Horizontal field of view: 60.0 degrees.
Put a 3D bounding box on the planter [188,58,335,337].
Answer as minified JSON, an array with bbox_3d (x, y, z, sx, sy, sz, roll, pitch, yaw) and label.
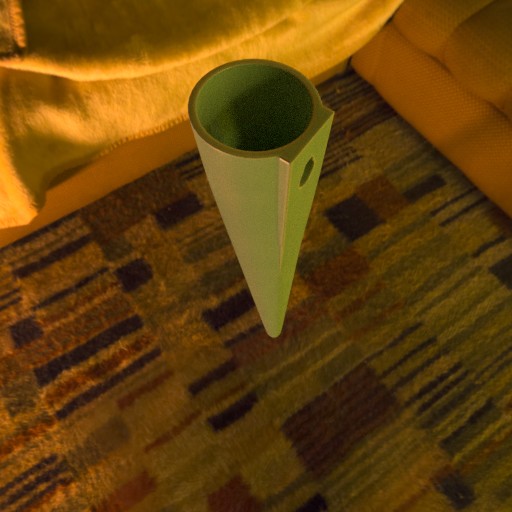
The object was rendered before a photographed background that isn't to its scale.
[{"bbox_3d":[0.000,0.000,0.297,0.055,0.268,0.054,32,67,15],"label":"planter"}]
